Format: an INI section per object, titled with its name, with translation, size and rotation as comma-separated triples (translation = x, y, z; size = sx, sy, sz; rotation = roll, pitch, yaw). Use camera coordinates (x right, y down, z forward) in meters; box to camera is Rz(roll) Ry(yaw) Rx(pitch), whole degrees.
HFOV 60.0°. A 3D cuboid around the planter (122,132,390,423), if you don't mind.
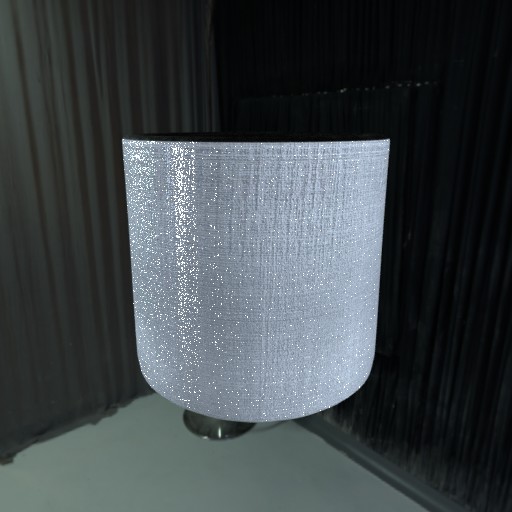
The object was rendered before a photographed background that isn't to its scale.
[planter]
translation = 0.000, 0.000, 0.293
size = 0.160, 0.156, 0.160
rotation = 0, 17, 0
